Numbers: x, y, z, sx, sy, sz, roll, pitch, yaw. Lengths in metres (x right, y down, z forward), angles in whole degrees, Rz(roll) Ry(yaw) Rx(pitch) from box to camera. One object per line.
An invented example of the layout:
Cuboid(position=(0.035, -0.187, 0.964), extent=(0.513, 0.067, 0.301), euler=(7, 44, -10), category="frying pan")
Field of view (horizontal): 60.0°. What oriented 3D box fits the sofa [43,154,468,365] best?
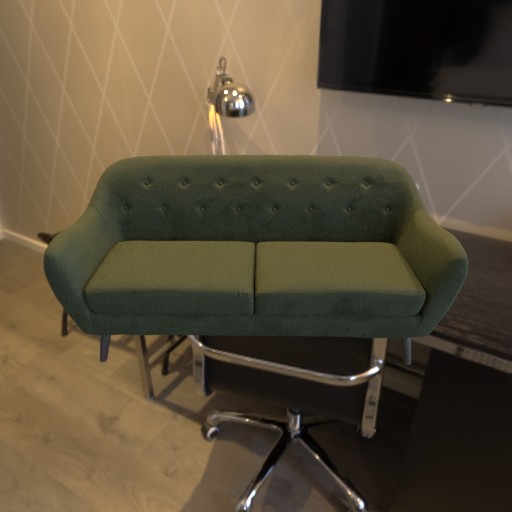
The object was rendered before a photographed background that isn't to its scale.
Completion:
Cuboid(position=(0.000, 0.000, 2.291), extent=(1.840, 0.836, 0.820), euler=(0, 30, 1), category="sofa")
